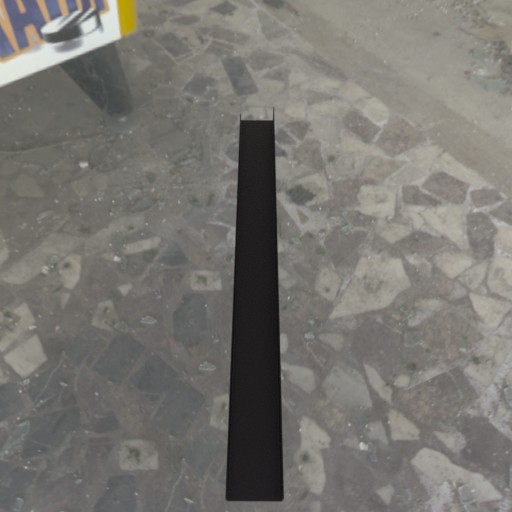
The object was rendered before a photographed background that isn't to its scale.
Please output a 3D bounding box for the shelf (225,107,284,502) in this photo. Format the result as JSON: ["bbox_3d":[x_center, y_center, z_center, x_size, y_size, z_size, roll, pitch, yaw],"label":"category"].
[{"bbox_3d":[0.000,0.000,0.955,0.092,0.049,0.924,0,57,0],"label":"shelf"}]
